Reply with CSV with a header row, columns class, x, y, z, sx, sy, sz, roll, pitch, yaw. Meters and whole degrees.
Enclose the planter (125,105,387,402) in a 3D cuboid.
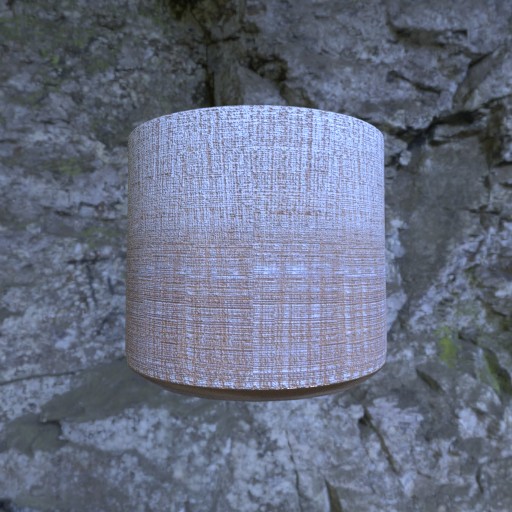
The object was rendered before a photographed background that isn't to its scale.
class,x,y,z,sx,sy,sz,roll,pitch,yaw
planter,0.000,0.000,0.192,0.109,0.096,0.109,0,0,0
